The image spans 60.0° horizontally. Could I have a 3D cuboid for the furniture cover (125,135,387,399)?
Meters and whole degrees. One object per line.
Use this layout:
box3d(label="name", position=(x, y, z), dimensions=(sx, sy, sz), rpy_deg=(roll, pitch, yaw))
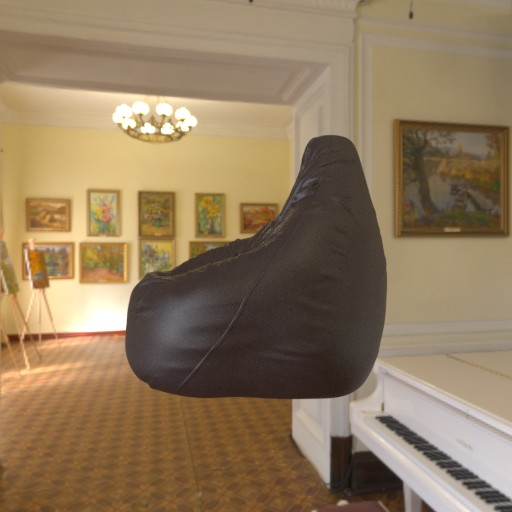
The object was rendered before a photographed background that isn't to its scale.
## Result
box3d(label="furniture cover", position=(0.000, 0.000, 1.886), dimensions=(1.070, 0.990, 1.070), rpy_deg=(0, 0, 0))
